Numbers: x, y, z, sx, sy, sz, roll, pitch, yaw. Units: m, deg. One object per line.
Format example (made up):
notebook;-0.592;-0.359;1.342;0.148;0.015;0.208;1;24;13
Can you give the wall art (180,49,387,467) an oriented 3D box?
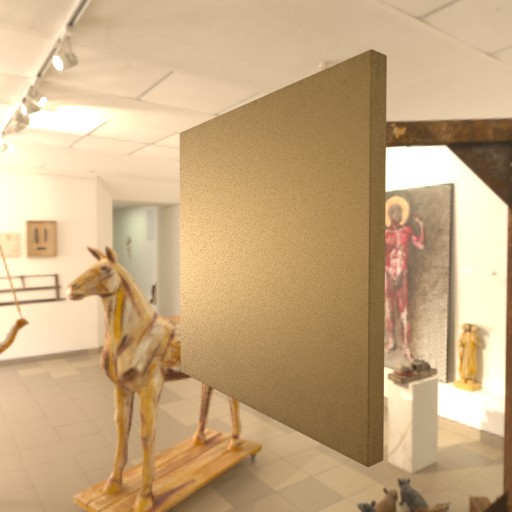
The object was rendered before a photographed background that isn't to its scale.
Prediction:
wall art;0.000;0.000;0.746;0.030;0.506;0.503;-1;2;-36
